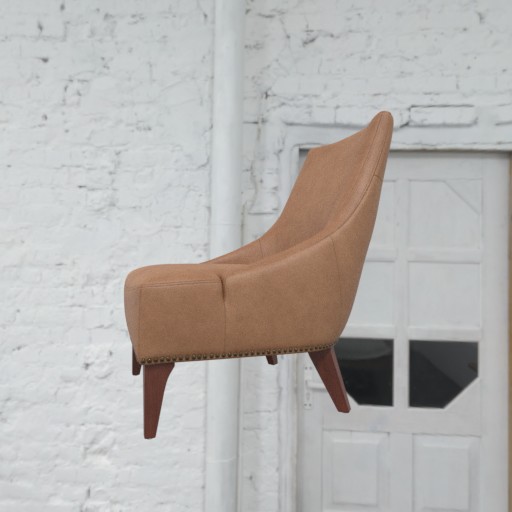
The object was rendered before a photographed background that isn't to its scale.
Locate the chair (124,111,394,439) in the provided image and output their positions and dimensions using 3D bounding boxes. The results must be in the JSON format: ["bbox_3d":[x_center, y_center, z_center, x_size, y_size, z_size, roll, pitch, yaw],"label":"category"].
[{"bbox_3d":[0.000,0.000,1.517,0.861,0.909,0.701,0,0,-18],"label":"chair"}]
